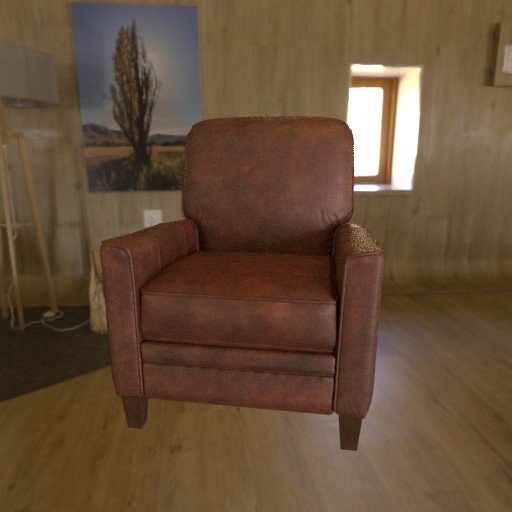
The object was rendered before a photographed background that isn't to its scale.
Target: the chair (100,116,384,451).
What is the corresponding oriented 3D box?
[{"bbox_3d":[0.000,0.000,1.654,0.843,1.043,0.836,2,14,9],"label":"chair"}]
